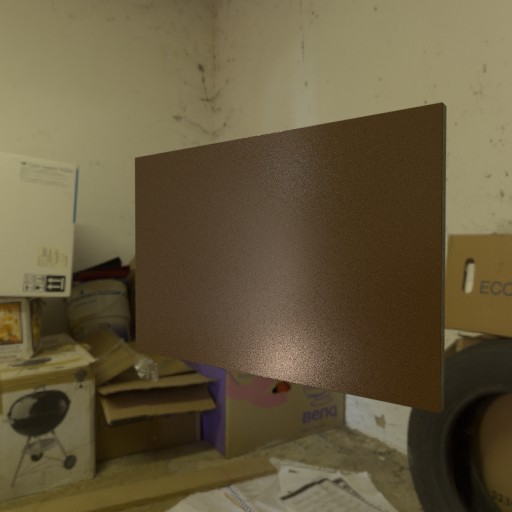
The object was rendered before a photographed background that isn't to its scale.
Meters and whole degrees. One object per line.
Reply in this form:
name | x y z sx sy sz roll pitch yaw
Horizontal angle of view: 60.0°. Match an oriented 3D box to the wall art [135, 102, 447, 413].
wall art | 0.000 0.000 1.433 1.145 0.762 0.041 1 1 36
